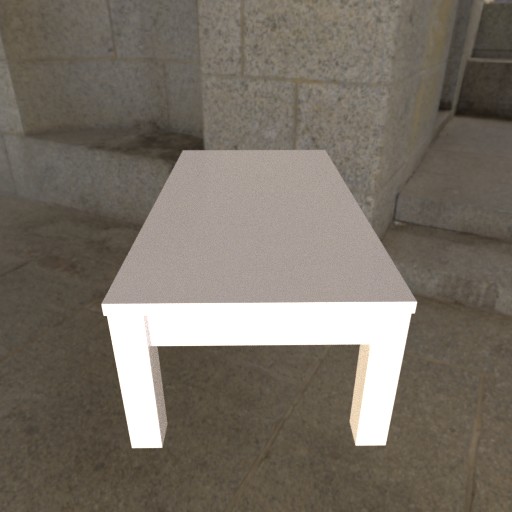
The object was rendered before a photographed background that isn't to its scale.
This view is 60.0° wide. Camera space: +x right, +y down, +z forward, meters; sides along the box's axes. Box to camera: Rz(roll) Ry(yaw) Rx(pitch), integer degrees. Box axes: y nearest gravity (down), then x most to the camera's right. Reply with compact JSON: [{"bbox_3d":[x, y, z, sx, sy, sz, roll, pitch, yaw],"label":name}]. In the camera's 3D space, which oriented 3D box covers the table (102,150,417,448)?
[{"bbox_3d":[0.000,0.000,1.688,0.700,0.470,1.350,0,28,-1],"label":"table"}]
